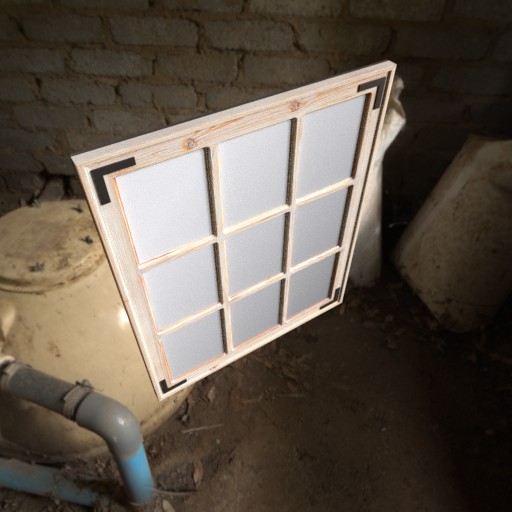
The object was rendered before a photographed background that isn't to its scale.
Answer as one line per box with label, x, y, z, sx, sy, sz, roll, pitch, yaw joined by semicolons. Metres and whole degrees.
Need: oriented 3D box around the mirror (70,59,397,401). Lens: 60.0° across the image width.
mirror;0.000;0.000;1.200;0.730;0.882;0.032;-24;51;-21
